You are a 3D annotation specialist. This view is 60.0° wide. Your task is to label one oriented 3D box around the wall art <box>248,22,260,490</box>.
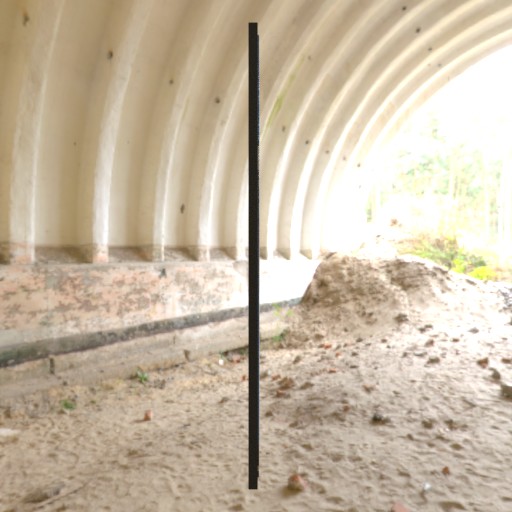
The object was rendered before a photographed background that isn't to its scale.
[{"bbox_3d":[0.000,0.000,0.961,0.015,0.663,0.664,0,0,1],"label":"wall art"}]
